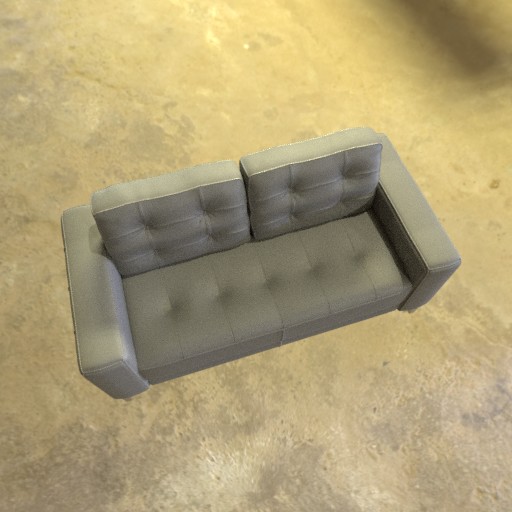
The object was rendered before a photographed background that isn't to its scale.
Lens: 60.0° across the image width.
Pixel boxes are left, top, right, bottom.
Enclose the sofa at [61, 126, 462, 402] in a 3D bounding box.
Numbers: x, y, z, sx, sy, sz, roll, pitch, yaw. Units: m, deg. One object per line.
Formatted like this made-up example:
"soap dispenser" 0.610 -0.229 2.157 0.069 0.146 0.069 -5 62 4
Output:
"sofa" 0.000 0.000 2.195 1.726 0.893 0.833 -15 62 -8
